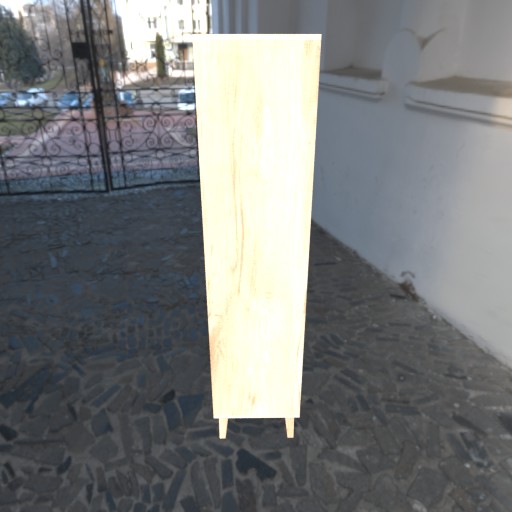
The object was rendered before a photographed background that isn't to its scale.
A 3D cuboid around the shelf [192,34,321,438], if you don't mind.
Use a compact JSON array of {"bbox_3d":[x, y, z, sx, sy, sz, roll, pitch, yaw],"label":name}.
[{"bbox_3d":[0.000,0.000,2.198,0.450,1.960,0.510,0,26,-1],"label":"shelf"}]
